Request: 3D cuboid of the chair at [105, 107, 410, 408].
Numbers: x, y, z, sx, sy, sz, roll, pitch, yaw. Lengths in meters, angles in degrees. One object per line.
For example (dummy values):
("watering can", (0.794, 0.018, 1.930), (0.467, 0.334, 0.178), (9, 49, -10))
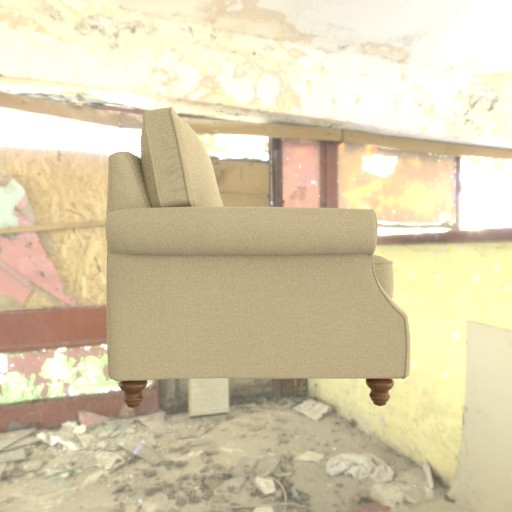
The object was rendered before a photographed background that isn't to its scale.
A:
("chair", (0.000, 0.000, 1.796), (0.966, 0.967, 1.029), (0, 1, -1))
